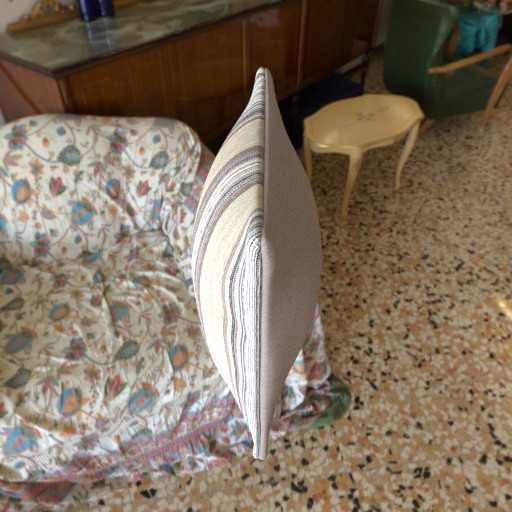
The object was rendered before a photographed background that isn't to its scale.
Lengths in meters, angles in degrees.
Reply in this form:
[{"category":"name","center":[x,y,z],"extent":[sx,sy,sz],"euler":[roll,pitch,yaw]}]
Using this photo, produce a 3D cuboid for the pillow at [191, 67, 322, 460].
[{"category":"pillow","center":[0.000,0.000,0.668],"extent":[0.189,0.416,0.435],"euler":[1,41,1]}]
